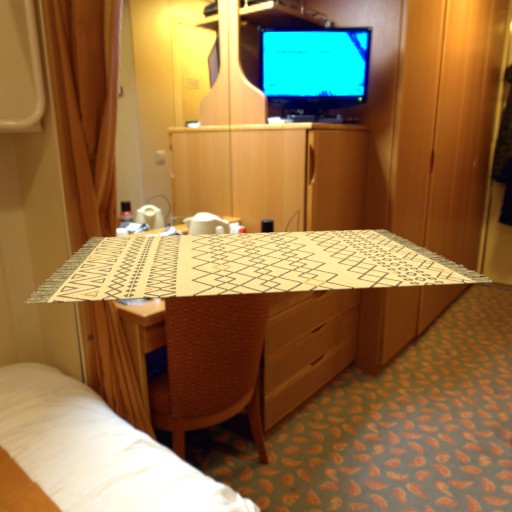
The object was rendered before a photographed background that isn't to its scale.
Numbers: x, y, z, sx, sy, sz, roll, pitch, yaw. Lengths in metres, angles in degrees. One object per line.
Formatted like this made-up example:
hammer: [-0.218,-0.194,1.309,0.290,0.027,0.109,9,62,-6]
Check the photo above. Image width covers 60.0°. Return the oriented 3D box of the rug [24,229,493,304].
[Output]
rug: [0.000,0.000,2.997,2.472,0.035,1.495,-2,15,-8]
